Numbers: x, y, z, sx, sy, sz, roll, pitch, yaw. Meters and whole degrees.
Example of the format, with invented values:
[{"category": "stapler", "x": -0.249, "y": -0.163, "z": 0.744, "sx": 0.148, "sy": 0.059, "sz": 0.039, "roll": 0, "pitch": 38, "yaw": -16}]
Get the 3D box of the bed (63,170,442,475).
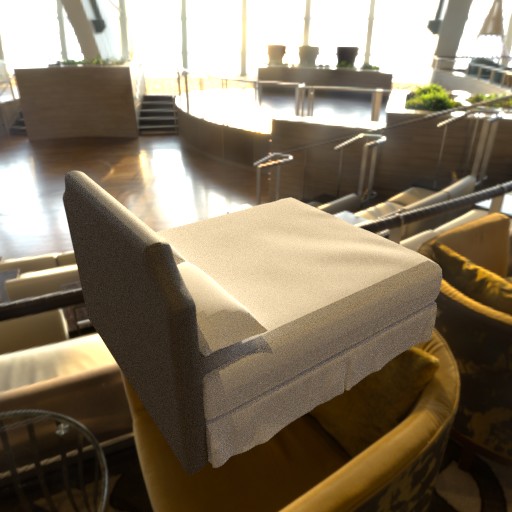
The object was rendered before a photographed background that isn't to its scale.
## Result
[{"category": "bed", "x": 0.000, "y": 0.000, "z": 3.852, "sx": 2.536, "sy": 1.561, "sz": 2.194, "roll": -19, "pitch": 33, "yaw": -31}]
